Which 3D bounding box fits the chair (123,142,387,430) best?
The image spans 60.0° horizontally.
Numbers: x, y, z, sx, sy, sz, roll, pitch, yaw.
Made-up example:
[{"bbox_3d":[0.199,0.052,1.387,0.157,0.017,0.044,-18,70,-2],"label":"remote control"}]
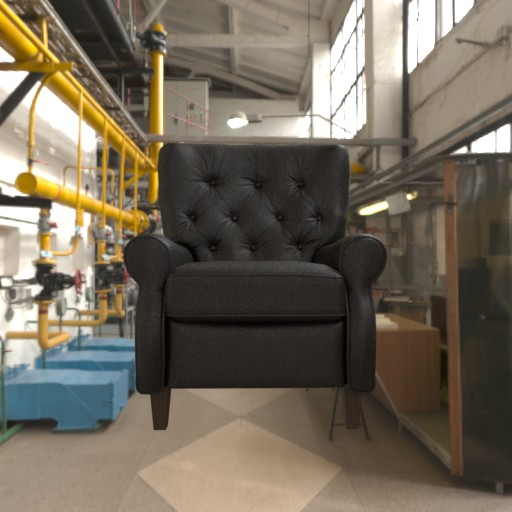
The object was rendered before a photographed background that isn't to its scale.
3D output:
[{"bbox_3d":[0.000,0.000,1.907,0.948,1.158,1.058,0,0,-1],"label":"chair"}]
